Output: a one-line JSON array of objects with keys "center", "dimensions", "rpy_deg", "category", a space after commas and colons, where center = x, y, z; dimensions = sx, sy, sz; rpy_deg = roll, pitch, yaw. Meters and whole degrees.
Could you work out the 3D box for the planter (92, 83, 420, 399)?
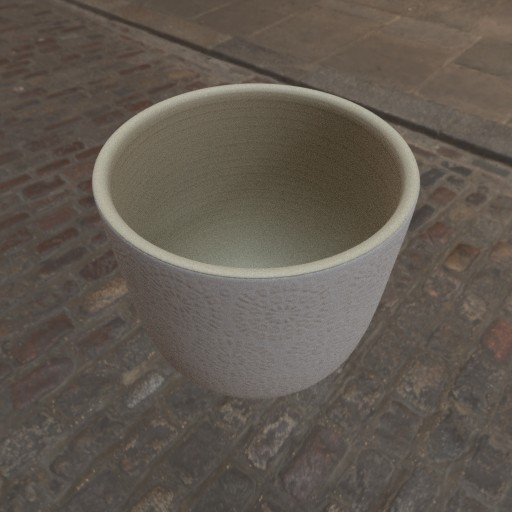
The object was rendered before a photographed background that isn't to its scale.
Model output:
[{"center": [0.000, 0.000, 0.357], "dimensions": [0.208, 0.190, 0.208], "rpy_deg": [0, 47, 0], "category": "planter"}]
